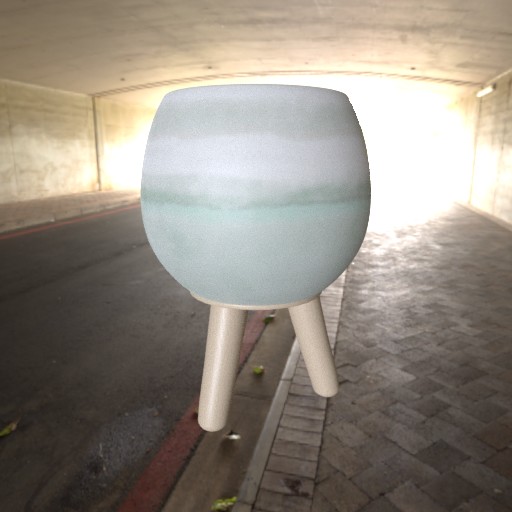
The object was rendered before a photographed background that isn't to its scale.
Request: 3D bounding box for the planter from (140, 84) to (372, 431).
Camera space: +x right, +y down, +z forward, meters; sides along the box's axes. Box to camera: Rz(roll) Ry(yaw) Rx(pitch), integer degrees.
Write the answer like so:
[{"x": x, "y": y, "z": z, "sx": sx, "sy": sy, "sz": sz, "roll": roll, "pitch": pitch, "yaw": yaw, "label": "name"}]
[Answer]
[{"x": 0.000, "y": 0.000, "z": 0.329, "sx": 0.161, "sy": 0.224, "sz": 0.161, "roll": 0, "pitch": 13, "yaw": 0, "label": "planter"}]
